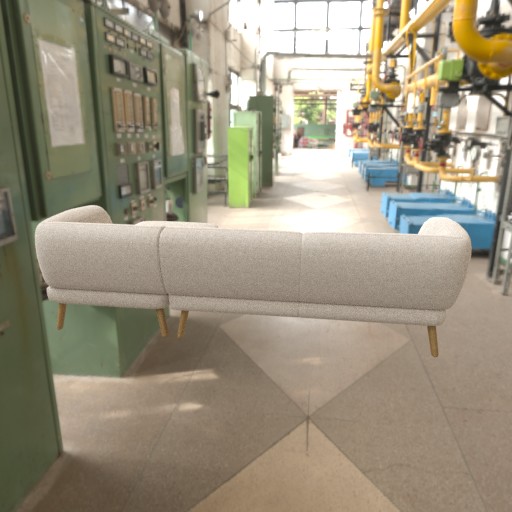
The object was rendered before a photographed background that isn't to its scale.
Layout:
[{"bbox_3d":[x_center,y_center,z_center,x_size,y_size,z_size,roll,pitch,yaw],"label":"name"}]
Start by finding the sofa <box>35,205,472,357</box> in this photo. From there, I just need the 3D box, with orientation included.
[{"bbox_3d":[0.000,0.000,3.293,2.660,0.730,1.610,2,17,8],"label":"sofa"}]
